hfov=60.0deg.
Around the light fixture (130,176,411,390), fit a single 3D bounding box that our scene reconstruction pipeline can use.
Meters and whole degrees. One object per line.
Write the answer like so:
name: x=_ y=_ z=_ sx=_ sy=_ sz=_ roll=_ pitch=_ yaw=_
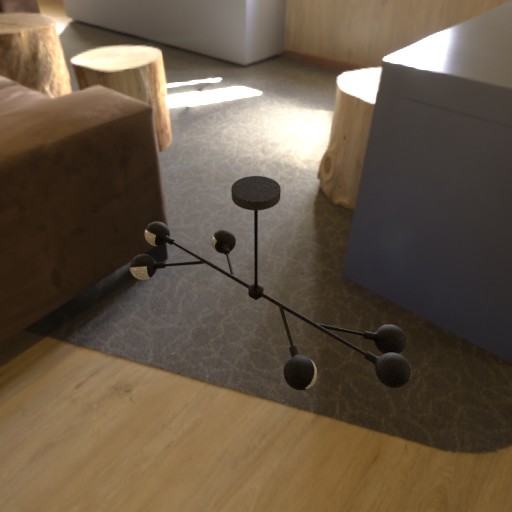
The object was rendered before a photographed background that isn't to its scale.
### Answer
light fixture: x=0.000 y=0.000 z=1.024 sx=0.434 sy=0.362 sz=0.778 roll=-24 pitch=46 yaw=-26
